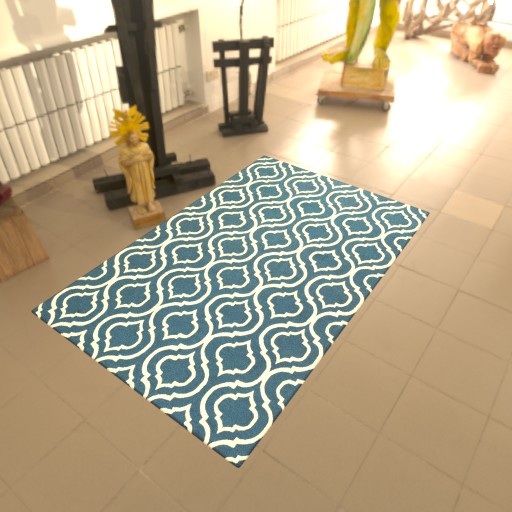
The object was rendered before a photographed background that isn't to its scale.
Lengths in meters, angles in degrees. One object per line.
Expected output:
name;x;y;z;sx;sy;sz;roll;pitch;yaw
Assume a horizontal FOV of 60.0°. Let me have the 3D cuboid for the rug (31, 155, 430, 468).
rug;0.000;0.000;2.206;1.143;0.010;1.753;25;47;27
